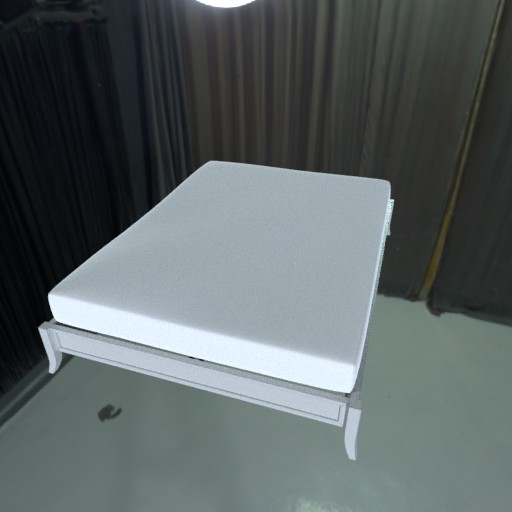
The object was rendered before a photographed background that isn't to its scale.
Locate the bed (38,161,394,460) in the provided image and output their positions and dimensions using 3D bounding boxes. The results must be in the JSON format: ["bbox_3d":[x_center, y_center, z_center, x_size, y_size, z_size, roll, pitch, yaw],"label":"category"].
[{"bbox_3d":[0.000,0.000,2.832,1.604,0.510,2.108,10,33,15],"label":"bed"}]
